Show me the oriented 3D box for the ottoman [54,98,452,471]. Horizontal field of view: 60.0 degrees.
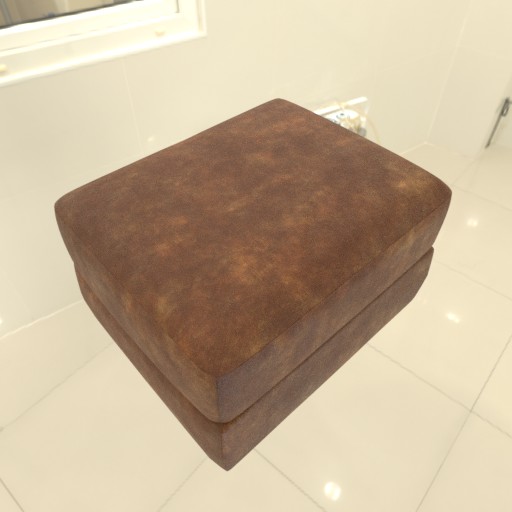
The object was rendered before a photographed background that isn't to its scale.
[{"bbox_3d":[0.000,0.000,1.118,0.751,0.476,0.603,-34,55,-28],"label":"ottoman"}]
